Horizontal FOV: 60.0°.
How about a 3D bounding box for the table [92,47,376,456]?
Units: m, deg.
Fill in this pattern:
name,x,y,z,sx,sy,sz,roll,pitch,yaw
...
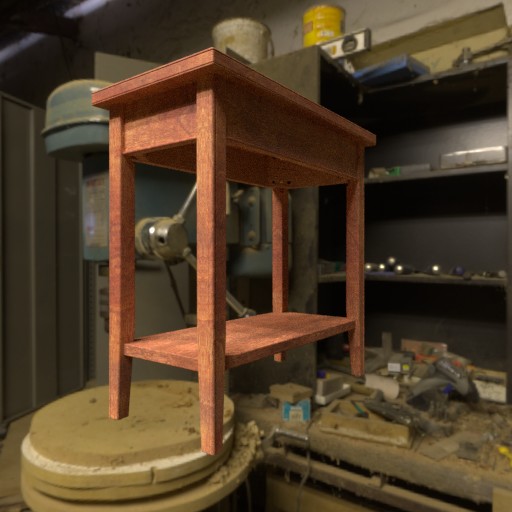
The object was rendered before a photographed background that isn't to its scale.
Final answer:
name,x,y,z,sx,sy,sz,roll,pitch,yaw
table,0.000,0.000,0.975,0.305,0.610,0.610,0,1,37
